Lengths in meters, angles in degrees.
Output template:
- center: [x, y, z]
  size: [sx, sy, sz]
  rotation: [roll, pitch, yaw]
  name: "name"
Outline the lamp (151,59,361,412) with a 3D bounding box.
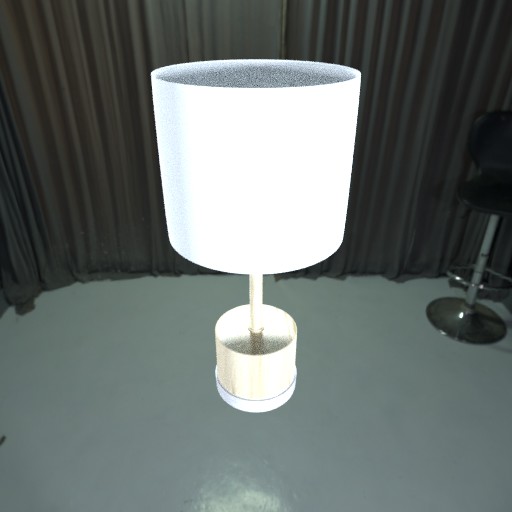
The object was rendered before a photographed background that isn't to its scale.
- center: [0.000, 0.000, 0.605]
  size: [0.229, 0.470, 0.229]
  rotation: [-1, 30, -2]
  name: "lamp"
